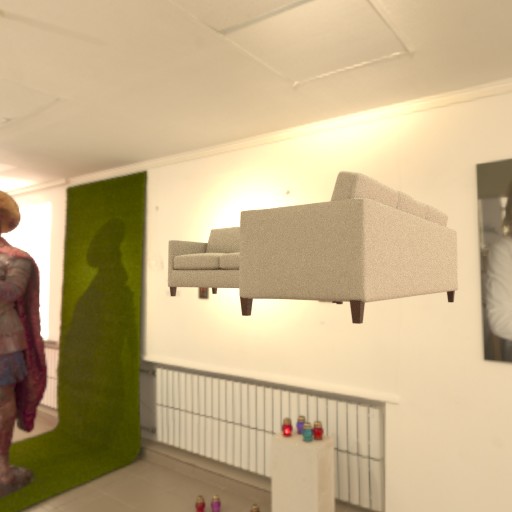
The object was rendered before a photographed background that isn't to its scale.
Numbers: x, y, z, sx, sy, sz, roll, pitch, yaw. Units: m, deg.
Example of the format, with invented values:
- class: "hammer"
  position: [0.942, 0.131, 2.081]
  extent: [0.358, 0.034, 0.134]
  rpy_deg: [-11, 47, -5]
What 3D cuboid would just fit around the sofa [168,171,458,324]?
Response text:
- class: "sofa"
  position: [0.000, 0.000, 4.484]
  extent: [3.333, 0.934, 2.522]
  rpy_deg: [-2, -3, 36]
